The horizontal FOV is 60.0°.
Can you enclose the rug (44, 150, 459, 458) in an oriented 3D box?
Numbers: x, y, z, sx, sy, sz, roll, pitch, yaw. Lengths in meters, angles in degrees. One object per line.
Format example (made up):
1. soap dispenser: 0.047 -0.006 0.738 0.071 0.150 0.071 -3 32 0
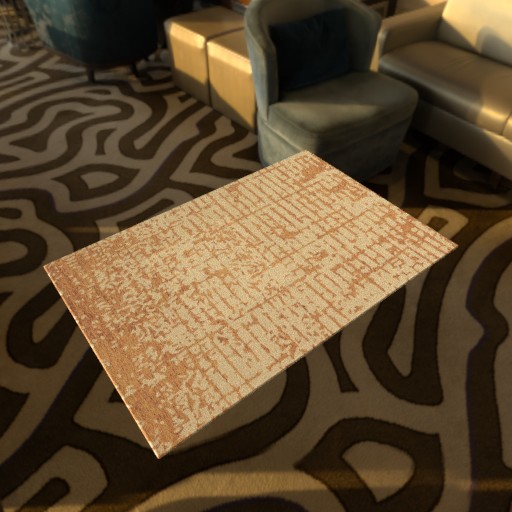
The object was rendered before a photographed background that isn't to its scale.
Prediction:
1. rug: 0.000 0.000 2.339 1.829 0.011 1.219 -29 52 -26
